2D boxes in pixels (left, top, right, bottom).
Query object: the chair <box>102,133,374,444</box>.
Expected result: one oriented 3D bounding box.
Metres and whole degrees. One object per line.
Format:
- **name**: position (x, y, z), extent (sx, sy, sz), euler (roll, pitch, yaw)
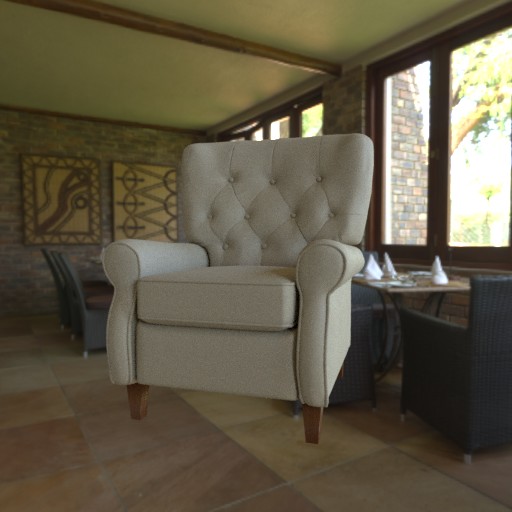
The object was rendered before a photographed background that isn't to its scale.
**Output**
- **chair**: position (0.000, 0.000, 1.897), extent (0.943, 1.158, 1.059), euler (1, 2, 17)
